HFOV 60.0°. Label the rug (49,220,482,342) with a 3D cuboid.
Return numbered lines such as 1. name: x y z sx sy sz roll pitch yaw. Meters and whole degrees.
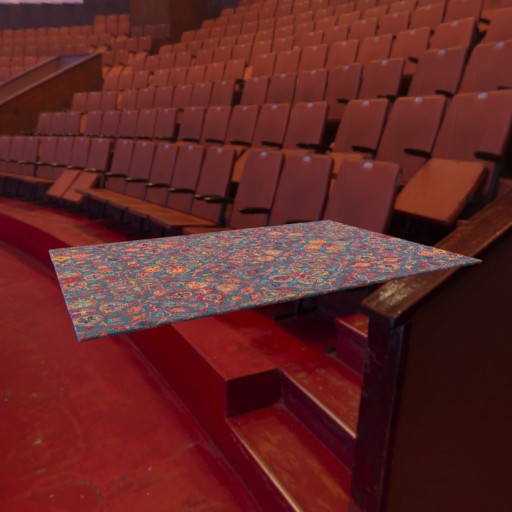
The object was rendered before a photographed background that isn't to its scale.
1. rug: 0.000 0.000 2.241 1.836 0.014 1.216 -8 17 -27
